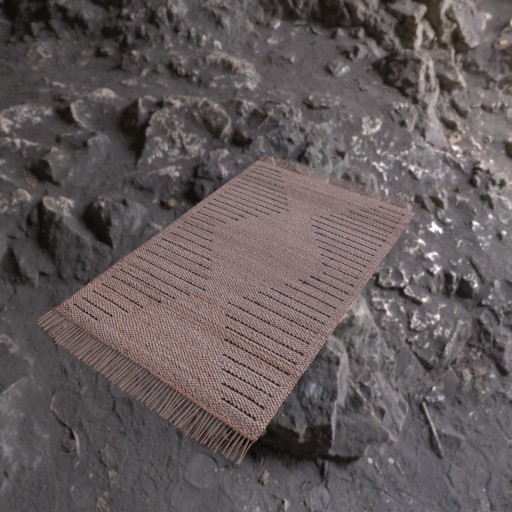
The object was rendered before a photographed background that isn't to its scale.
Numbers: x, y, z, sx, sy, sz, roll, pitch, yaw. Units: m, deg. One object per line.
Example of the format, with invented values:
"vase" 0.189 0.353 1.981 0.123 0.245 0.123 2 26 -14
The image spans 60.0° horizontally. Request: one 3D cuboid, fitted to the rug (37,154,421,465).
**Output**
"rug" 0.000 0.000 2.527 1.224 0.027 2.085 24 46 25
